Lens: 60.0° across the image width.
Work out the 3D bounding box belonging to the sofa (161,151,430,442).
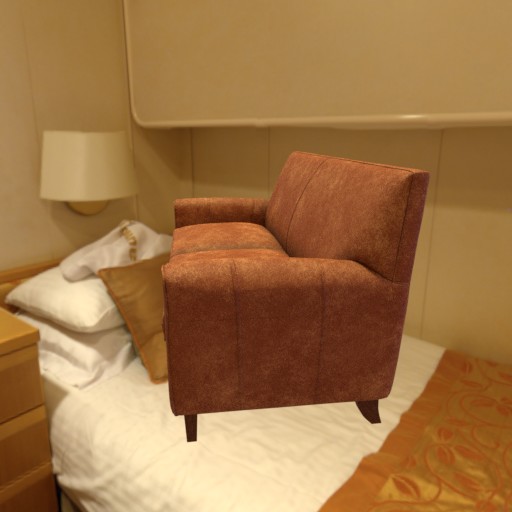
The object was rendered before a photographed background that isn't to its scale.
[{"bbox_3d":[0.000,0.000,2.008,0.787,0.871,1.473,-2,16,-8],"label":"sofa"}]
